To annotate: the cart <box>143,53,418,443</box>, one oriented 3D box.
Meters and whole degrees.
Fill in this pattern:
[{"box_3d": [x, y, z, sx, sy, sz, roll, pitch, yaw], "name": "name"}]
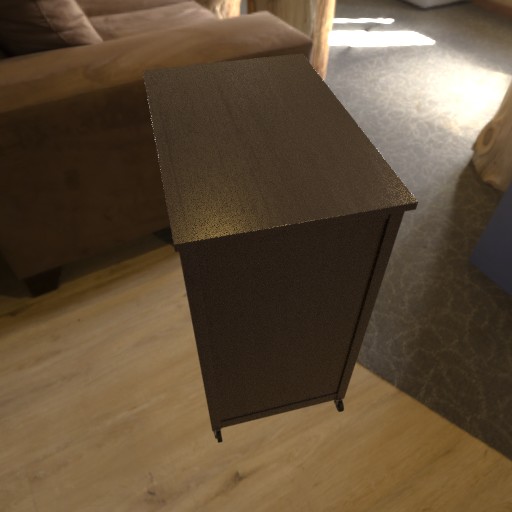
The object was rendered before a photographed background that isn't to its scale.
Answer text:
[{"box_3d": [0.000, 0.000, 1.303, 0.449, 0.878, 0.690, -10, 48, -10], "name": "cart"}]
